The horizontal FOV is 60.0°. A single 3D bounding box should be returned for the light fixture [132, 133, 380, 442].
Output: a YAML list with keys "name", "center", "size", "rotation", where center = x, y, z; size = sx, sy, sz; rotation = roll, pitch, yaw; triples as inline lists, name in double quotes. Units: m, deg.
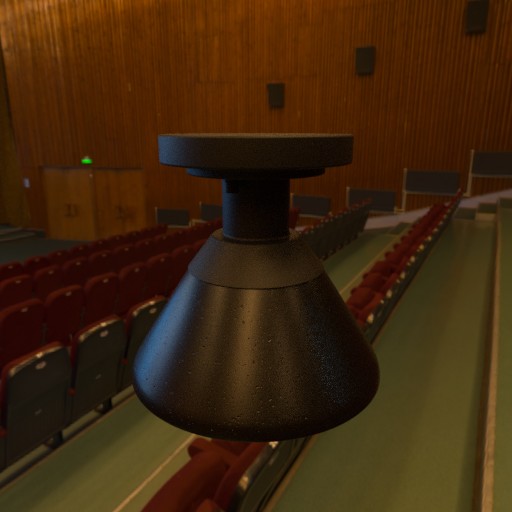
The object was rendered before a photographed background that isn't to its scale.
- name: "light fixture"
  center: [0.000, 0.000, 0.346]
  size: [0.200, 0.183, 0.200]
  rotation: [0, 16, 0]
